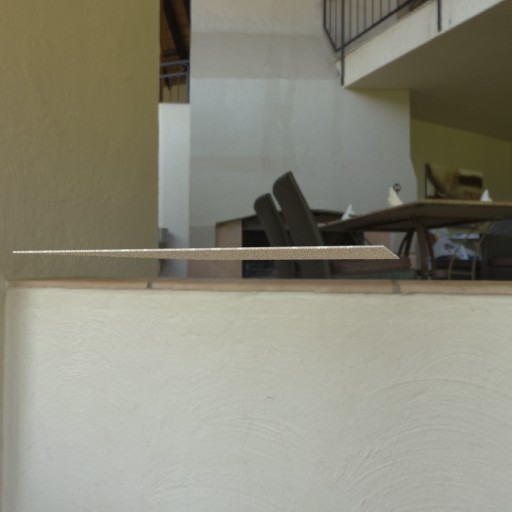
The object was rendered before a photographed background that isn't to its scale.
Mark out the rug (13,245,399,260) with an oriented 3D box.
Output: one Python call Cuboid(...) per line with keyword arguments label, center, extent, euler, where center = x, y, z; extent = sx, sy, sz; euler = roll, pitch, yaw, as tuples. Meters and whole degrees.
Cuboid(label="rug", center=(0.000, 0.000, 3.821), extent=(2.286, 0.013, 2.894), euler=(0, -2, 19))
